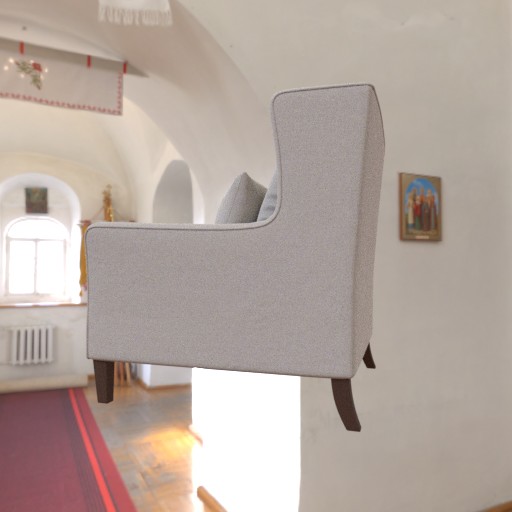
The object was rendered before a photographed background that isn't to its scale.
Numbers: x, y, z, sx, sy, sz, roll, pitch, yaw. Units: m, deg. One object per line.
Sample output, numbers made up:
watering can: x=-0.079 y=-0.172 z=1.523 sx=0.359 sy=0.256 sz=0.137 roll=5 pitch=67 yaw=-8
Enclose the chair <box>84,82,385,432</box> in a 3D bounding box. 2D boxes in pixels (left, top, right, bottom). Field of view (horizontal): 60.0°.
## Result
chair: x=0.000 y=0.000 z=1.865 sx=1.040 sy=1.056 sz=0.982 roll=0 pitch=-1 yaw=18
